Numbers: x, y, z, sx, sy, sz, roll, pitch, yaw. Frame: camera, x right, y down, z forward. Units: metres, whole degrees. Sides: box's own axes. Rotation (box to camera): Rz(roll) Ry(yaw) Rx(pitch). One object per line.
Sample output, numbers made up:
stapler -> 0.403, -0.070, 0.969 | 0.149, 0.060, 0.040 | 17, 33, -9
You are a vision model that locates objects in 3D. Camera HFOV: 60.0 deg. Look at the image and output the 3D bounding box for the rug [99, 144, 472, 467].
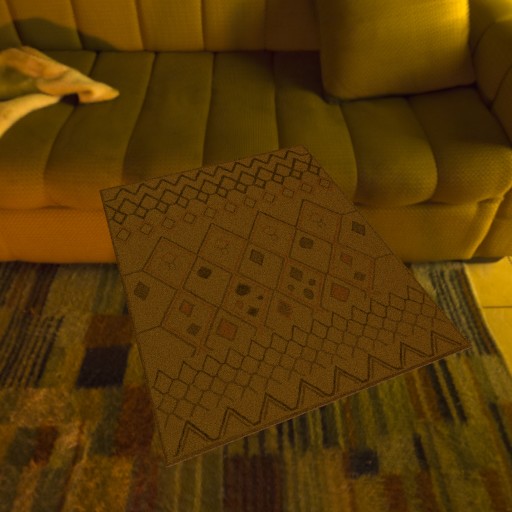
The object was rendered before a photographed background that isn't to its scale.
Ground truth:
rug -> 0.000, 0.000, 4.131 | 2.441, 0.016, 3.050 | -16, 49, -15
